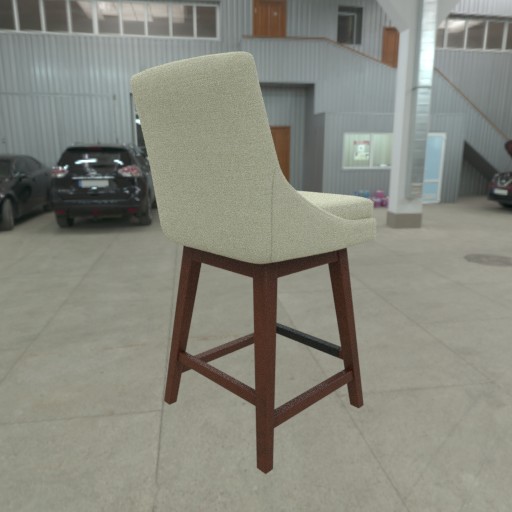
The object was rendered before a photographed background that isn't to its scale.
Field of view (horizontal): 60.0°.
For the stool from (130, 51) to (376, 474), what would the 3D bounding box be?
[{"bbox_3d":[0.000,0.000,1.293,0.559,0.991,0.469,-13,19,-43],"label":"stool"}]
